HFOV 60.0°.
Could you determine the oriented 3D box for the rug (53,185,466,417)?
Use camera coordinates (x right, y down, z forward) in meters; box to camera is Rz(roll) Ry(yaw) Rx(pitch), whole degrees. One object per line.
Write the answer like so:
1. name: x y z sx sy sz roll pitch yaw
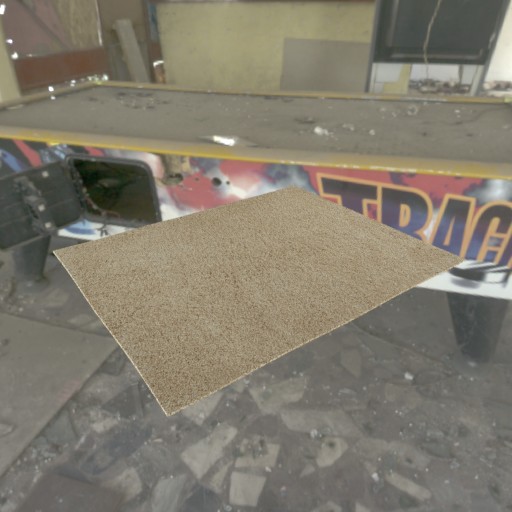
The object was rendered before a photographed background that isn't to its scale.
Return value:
1. rug: 0.000 0.000 4.122 3.000 0.025 2.400 -20 35 -31
